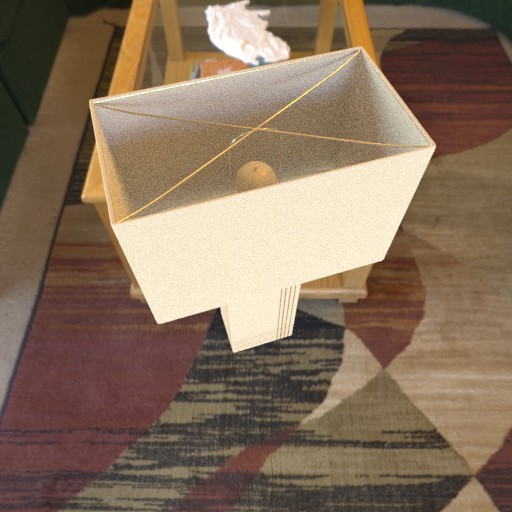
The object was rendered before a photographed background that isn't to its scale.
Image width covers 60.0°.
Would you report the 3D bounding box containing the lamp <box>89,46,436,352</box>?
[{"bbox_3d":[0.000,0.000,0.704,0.334,0.543,0.182,-15,59,-9],"label":"lamp"}]
